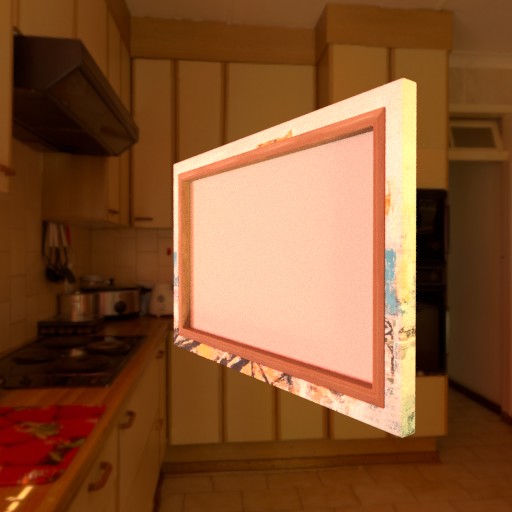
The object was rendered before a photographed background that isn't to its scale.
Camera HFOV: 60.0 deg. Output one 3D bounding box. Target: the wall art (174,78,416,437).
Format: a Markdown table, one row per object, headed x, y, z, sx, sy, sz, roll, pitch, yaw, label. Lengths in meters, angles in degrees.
| x | y | z | sx | sy | sz | roll | pitch | yaw | label |
| --- | --- | --- | --- | --- | --- | --- | --- | --- | --- |
| 0.000 | 0.000 | 1.130 | 0.038 | 0.609 | 0.913 | 0 | 1 | -35 | wall art |
